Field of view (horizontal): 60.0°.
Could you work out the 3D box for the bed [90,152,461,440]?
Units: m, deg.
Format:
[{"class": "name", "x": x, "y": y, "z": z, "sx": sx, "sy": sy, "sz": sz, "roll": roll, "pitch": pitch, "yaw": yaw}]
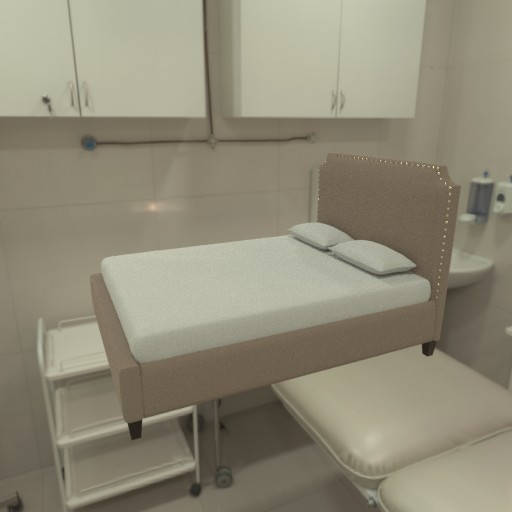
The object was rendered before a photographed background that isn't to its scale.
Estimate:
[{"class": "bed", "x": 0.000, "y": 0.000, "z": 3.468, "sx": 2.372, "sy": 1.443, "sz": 1.713, "roll": -8, "pitch": 19, "yaw": -24}]
